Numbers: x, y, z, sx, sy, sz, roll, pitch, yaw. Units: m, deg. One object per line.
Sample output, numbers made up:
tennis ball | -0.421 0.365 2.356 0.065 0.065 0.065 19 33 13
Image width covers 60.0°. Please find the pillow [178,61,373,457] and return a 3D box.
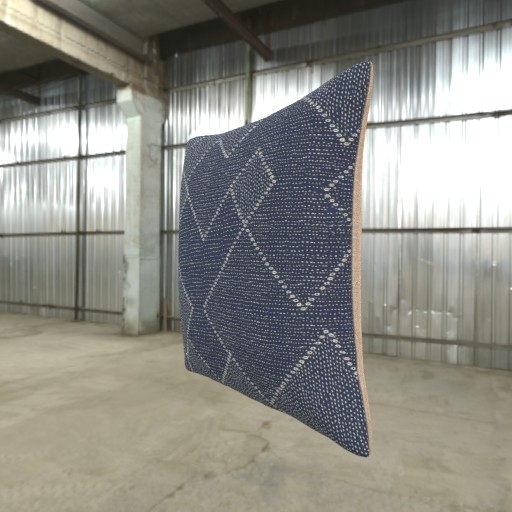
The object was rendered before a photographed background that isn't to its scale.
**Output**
pillow | 0.000 0.000 0.652 0.148 0.428 0.435 -1 1 -35
